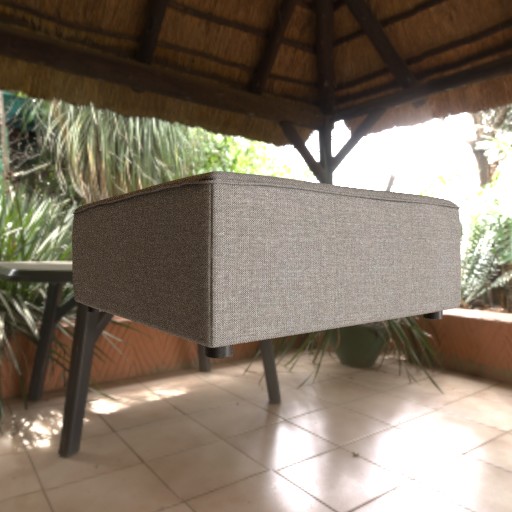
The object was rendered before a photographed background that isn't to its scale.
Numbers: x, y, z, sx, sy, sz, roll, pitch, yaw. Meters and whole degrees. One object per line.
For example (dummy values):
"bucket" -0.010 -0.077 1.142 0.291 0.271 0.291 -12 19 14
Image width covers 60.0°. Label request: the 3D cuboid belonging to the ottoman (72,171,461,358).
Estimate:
"ottoman" 0.000 0.000 1.595 1.023 0.423 1.017 -1 1 -37
